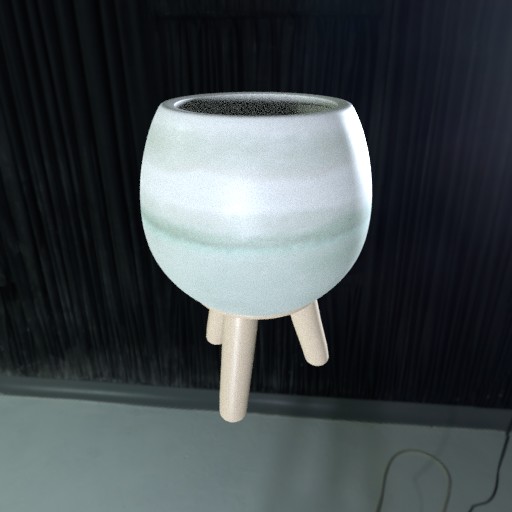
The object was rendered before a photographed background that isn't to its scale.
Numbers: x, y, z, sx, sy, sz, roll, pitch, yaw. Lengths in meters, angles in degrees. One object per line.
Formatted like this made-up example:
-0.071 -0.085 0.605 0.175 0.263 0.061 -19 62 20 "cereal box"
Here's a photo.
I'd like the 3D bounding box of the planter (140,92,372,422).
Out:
0.000 0.000 0.338 0.161 0.224 0.161 0 26 0 "planter"
